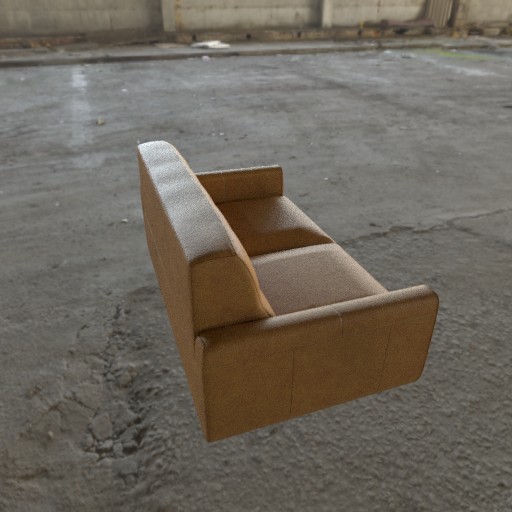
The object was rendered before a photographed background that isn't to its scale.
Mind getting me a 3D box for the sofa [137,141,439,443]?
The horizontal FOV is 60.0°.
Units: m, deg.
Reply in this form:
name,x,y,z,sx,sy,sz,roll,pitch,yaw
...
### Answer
name,x,y,z,sx,sy,sz,roll,pitch,yaw
sofa,0.000,0.000,2.279,0.952,0.925,1.651,-10,32,-17
